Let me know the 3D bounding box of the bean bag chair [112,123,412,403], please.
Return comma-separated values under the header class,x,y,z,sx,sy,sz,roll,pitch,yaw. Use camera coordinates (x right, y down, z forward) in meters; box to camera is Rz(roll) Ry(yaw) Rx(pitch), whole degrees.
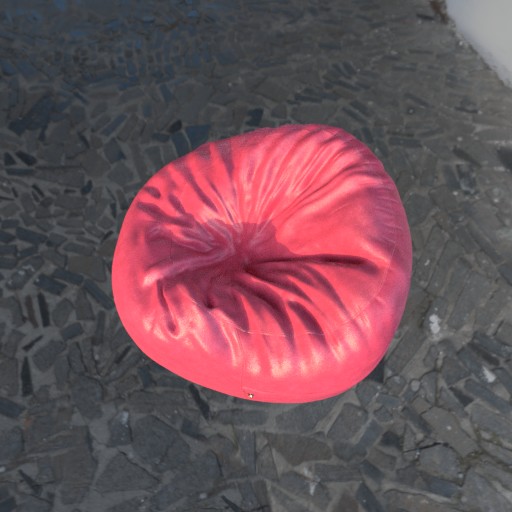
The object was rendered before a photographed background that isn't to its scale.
class,x,y,z,sx,sy,sz,roll,pitch,yaw
bean bag chair,0.000,0.000,2.389,1.524,0.878,1.524,0,59,0
